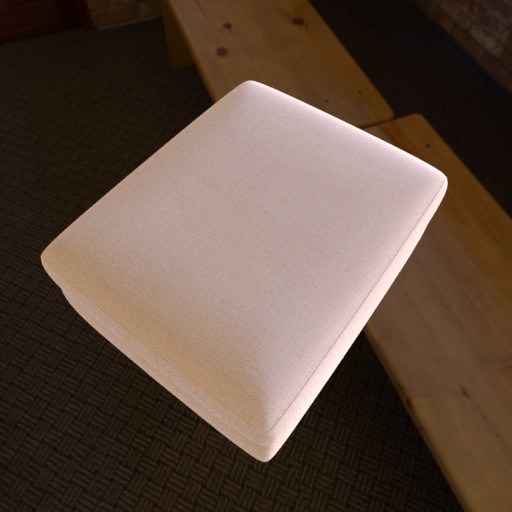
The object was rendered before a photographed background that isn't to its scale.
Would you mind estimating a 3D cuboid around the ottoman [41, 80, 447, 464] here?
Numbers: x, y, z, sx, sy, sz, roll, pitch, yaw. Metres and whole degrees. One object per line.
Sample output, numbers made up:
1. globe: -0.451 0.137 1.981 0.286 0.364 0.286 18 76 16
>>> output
1. ottoman: 0.000 0.000 1.182 0.657 0.453 0.794 33 64 18
